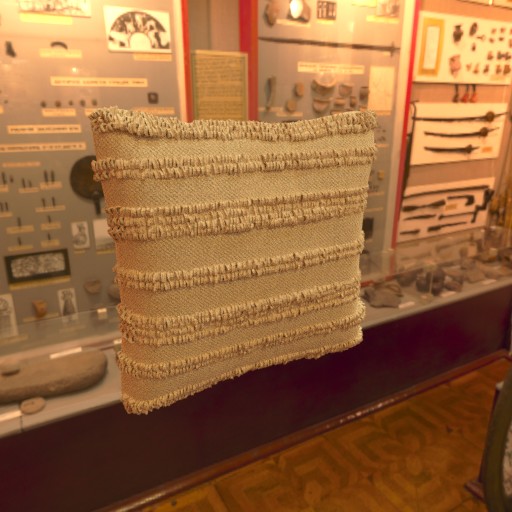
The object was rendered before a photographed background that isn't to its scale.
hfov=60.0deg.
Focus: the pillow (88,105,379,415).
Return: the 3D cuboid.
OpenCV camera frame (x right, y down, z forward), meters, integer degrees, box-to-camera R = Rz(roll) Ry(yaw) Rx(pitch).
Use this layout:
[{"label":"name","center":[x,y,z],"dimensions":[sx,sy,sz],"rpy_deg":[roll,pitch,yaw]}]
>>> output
[{"label":"pillow","center":[0.000,0.000,0.666],"dimensions":[0.437,0.427,0.145],"rpy_deg":[-9,20,-26]}]
